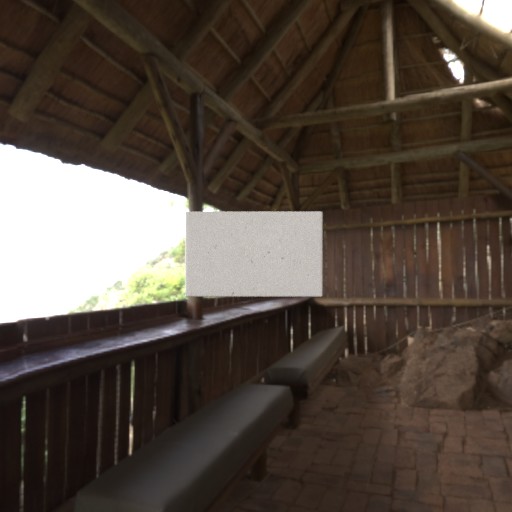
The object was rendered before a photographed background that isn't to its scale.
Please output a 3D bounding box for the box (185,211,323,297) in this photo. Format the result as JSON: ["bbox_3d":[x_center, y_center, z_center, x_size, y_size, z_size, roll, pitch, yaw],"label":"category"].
[{"bbox_3d":[0.000,0.000,0.492,0.082,0.051,0.461,0,0,0],"label":"box"}]
